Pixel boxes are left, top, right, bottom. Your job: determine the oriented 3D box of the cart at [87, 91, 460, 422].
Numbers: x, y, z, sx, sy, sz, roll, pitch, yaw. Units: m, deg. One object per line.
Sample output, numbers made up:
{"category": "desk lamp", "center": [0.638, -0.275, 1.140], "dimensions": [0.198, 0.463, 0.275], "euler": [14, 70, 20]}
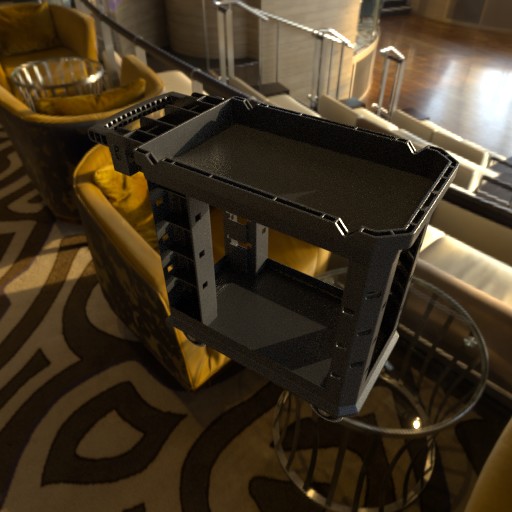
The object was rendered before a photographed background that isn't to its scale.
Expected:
{"category": "cart", "center": [0.000, 0.000, 1.575], "dimensions": [1.061, 0.884, 0.497], "euler": [23, 45, 25]}
